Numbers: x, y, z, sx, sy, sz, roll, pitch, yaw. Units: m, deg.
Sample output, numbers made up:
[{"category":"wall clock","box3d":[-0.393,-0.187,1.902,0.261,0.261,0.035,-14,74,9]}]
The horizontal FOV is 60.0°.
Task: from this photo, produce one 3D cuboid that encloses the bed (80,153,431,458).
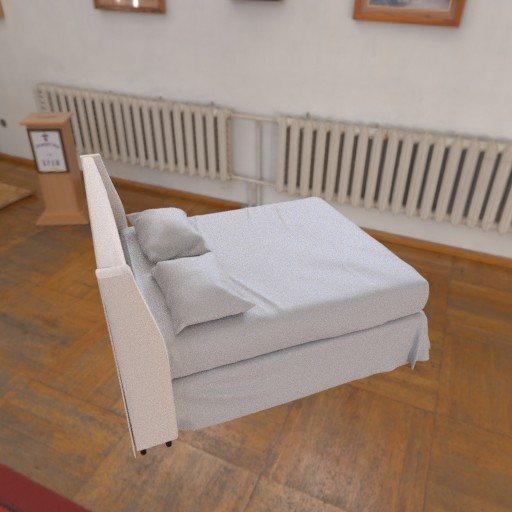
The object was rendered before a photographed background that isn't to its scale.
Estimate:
[{"category":"bed","box3d":[0.000,0.000,3.411,2.276,1.332,1.925,-11,32,-18]}]
